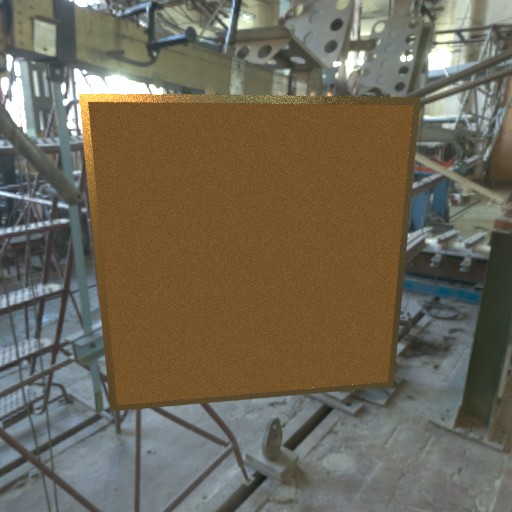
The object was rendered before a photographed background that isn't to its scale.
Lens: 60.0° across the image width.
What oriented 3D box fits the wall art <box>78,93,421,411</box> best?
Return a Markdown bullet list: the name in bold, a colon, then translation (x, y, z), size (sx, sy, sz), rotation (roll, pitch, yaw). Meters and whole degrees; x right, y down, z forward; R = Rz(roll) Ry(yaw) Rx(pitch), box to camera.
- **wall art**: translation (0.000, 0.000, 0.449), size (0.304, 0.304, 0.038), rotation (-2, 16, -8)
